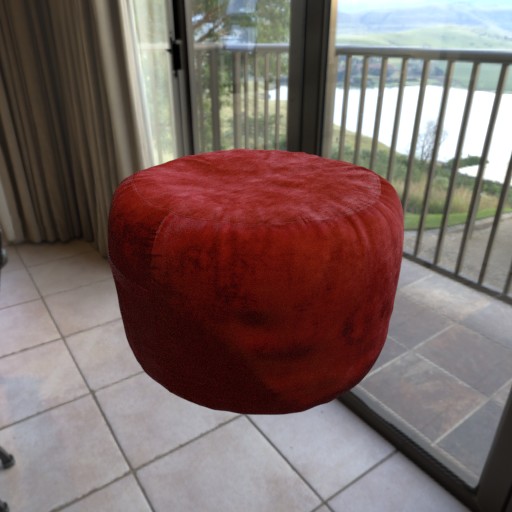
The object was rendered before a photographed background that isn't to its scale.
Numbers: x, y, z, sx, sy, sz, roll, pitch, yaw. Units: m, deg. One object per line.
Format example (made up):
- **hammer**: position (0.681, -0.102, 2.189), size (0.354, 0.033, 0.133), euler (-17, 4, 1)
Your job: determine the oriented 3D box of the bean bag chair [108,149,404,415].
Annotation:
- **bean bag chair**: position (0.000, 0.000, 1.958), size (1.219, 0.762, 1.219), euler (0, 27, 0)
